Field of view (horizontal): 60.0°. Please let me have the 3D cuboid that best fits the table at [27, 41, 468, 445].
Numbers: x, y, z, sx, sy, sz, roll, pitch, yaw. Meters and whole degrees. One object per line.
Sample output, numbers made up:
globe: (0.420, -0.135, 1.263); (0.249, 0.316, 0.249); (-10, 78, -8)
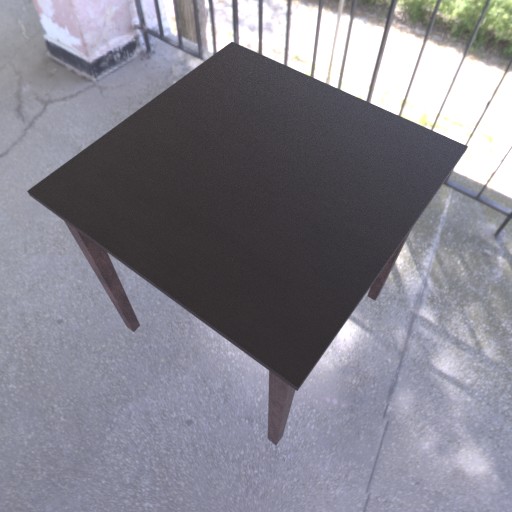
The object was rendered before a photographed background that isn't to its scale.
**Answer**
table: (0.000, 0.000, 1.377); (0.749, 0.770, 0.749); (32, 63, 19)
